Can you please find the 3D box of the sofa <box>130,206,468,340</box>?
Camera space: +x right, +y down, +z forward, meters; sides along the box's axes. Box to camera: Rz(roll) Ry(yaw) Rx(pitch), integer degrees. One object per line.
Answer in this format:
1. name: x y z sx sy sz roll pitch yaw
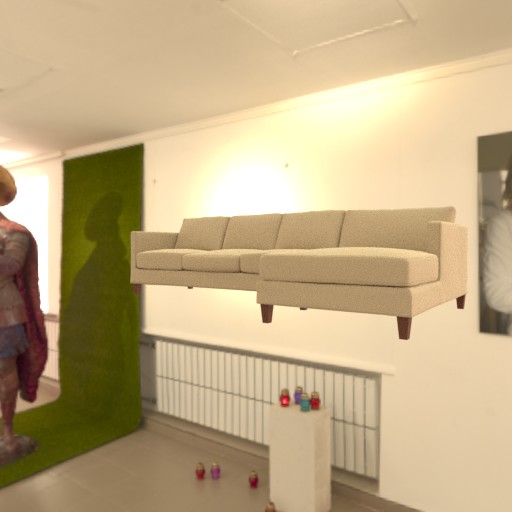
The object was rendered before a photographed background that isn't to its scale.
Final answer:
1. sofa: 0.000 0.000 3.939 3.186 0.861 1.625 1 1 36
